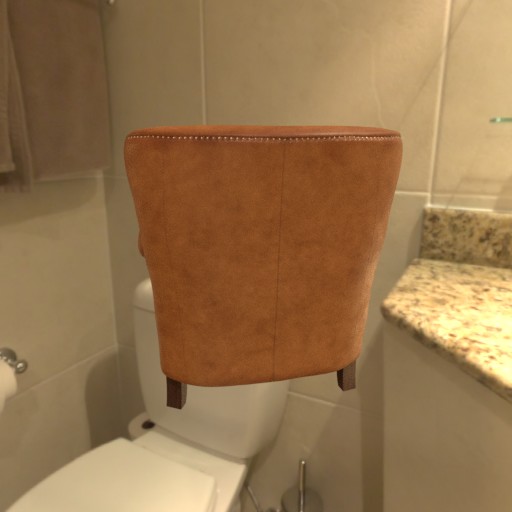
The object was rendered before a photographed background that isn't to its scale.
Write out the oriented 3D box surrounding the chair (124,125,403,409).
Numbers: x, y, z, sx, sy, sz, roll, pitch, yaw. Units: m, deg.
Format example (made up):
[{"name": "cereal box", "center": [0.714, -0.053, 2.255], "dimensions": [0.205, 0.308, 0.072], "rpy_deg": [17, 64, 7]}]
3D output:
[{"name": "chair", "center": [0.000, 0.000, 1.693], "dimensions": [0.861, 0.936, 0.921], "rpy_deg": [-2, 15, -9]}]
